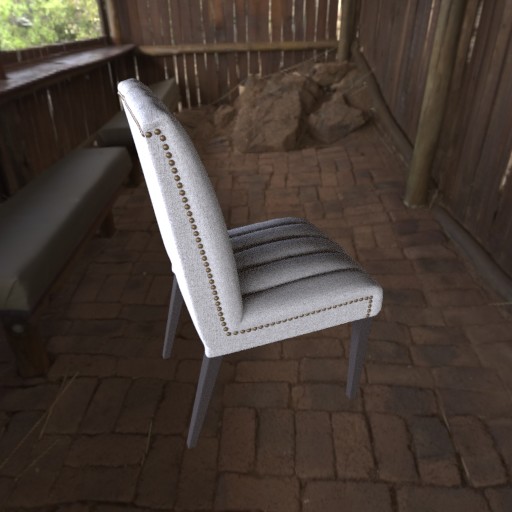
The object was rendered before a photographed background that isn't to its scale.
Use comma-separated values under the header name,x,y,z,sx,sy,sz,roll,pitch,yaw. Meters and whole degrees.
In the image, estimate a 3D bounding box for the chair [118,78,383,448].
name,x,y,z,sx,sy,sz,roll,pitch,yaw
chair,0.000,0.000,1.378,0.647,1.016,0.511,-11,32,-18
